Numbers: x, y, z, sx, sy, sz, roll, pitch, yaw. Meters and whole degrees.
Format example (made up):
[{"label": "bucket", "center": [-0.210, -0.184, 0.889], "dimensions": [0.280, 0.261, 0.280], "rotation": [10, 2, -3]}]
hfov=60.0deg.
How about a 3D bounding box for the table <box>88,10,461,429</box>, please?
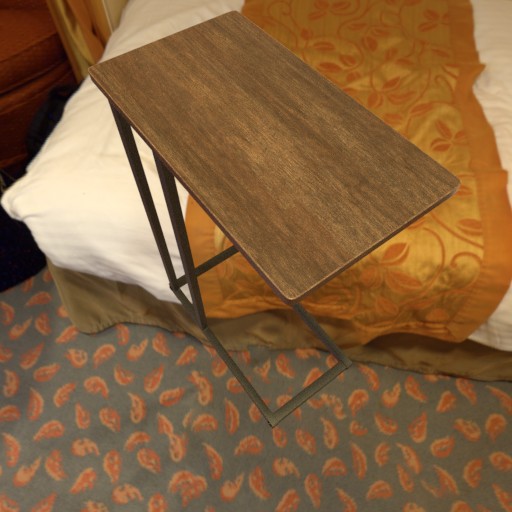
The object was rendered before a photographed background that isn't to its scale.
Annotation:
[{"label": "table", "center": [0.000, 0.000, 0.826], "dimensions": [0.254, 0.637, 0.450], "rotation": [-32, 63, -19]}]
